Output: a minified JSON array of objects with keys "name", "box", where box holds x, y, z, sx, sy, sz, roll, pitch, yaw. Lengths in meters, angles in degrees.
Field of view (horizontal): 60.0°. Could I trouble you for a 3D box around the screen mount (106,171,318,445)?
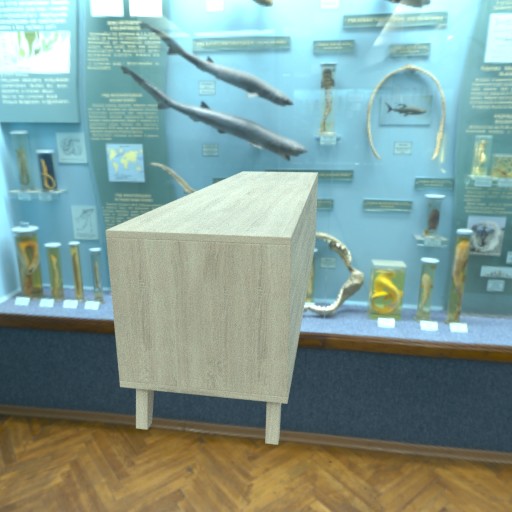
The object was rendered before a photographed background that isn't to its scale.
[{"name":"screen mount","box":[0.000,0.000,1.701,0.400,0.510,1.500,3,16,9]}]
